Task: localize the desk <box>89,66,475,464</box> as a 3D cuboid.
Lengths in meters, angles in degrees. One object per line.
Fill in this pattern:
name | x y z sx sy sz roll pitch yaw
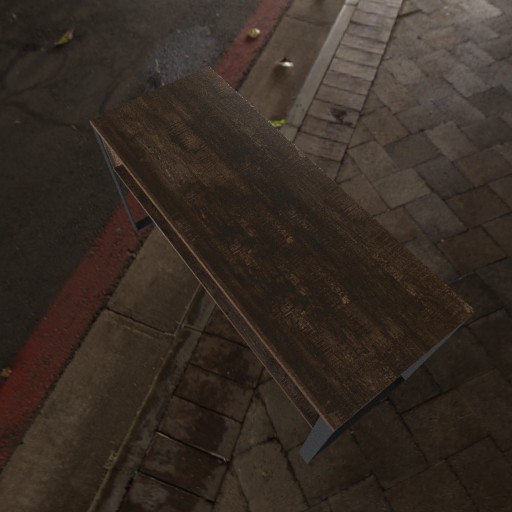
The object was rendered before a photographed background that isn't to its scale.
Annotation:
desk | 0.000 0.000 1.946 0.599 0.762 1.524 -32 64 -18
